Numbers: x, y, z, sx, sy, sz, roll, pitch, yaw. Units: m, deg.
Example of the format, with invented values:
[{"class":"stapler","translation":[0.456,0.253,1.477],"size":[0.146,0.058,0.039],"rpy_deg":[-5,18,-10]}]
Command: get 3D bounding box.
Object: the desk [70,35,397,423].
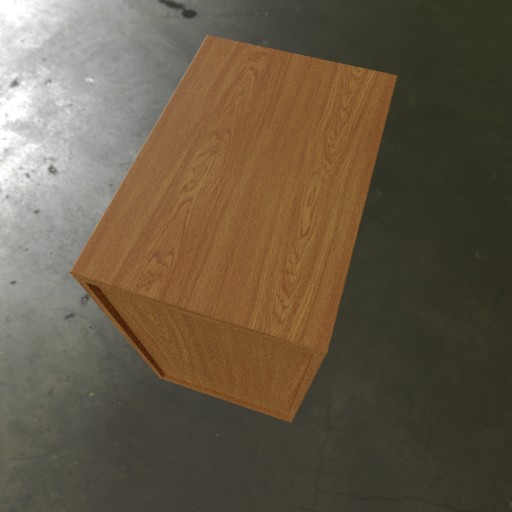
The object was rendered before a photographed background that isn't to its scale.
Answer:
[{"class":"desk","translation":[0.000,0.000,1.103],"size":[0.404,0.730,0.600],"rpy_deg":[16,63,8]}]
